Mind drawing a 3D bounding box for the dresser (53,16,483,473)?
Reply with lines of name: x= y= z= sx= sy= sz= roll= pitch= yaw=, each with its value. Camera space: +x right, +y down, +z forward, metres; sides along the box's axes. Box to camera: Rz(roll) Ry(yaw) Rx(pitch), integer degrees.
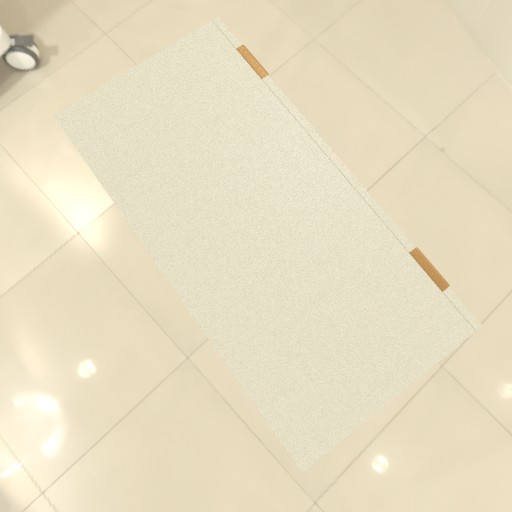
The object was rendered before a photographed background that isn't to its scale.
dresser: x=0.000 y=0.000 z=1.277 sx=0.457 sy=0.721 sz=0.905 roll=-35 pitch=78 yaw=-9
